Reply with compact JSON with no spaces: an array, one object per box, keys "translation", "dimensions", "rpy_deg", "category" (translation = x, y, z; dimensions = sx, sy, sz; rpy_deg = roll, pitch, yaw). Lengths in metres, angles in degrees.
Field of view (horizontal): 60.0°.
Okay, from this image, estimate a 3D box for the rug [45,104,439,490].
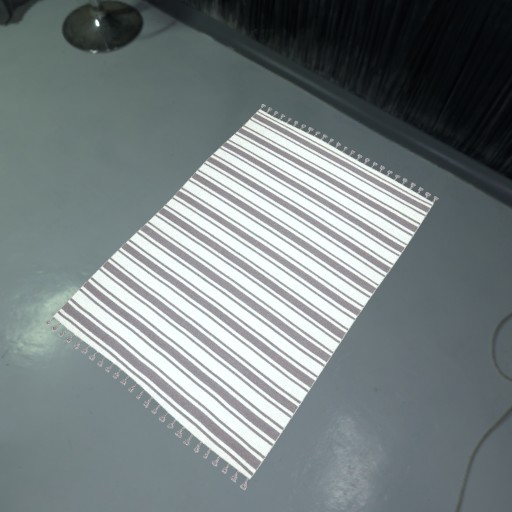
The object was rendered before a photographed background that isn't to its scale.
[{"translation":[0.000,0.000,3.866],"dimensions":[2.030,0.017,3.040],"rpy_deg":[33,68,16],"category":"rug"}]
